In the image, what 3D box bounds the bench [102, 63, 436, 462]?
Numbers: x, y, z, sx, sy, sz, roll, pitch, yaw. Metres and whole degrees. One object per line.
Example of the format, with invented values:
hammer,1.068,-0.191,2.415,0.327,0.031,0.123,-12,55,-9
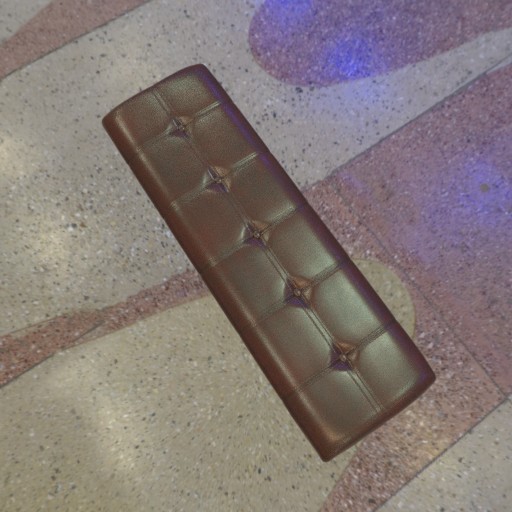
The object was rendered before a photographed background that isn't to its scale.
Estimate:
bench,0.000,0.000,1.526,0.401,0.491,1.259,-33,78,-8
